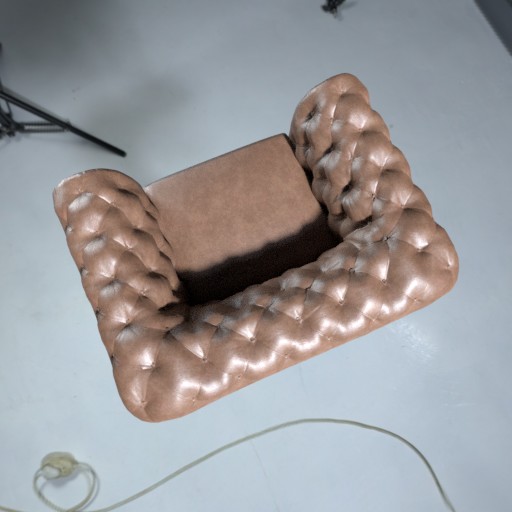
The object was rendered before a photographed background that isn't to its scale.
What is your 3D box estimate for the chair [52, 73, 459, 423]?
[{"bbox_3d":[0.000,0.000,1.888,1.298,0.784,0.954,-23,76,-6],"label":"chair"}]
